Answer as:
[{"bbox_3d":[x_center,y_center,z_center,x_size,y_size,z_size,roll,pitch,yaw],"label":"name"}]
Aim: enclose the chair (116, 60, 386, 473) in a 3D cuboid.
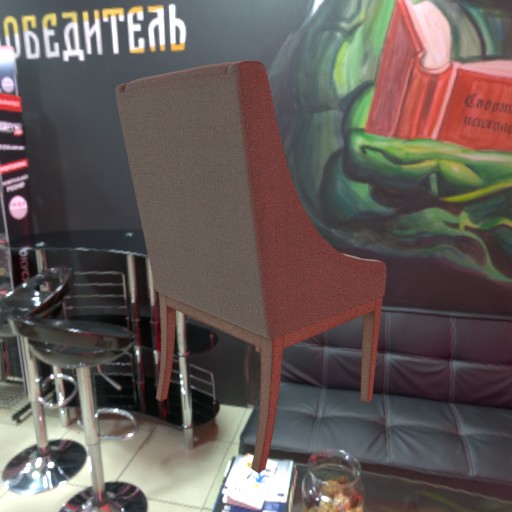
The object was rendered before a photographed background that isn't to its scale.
[{"bbox_3d":[0.000,0.000,1.390,0.611,1.021,0.575,-13,19,-43],"label":"chair"}]
